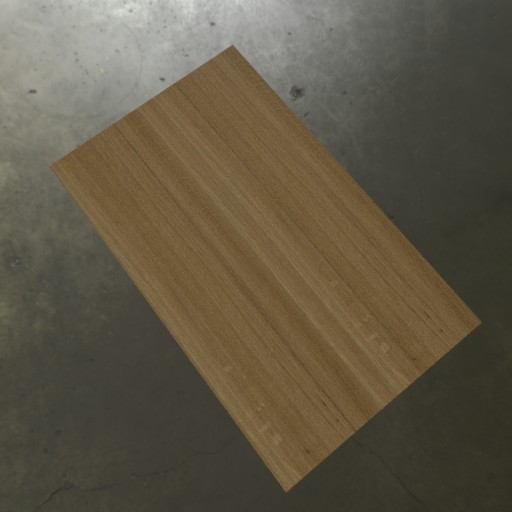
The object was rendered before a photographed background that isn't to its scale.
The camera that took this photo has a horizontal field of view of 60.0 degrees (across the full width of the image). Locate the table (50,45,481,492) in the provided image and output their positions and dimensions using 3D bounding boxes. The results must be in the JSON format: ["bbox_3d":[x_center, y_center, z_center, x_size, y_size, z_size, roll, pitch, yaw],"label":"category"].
[{"bbox_3d":[0.000,0.000,1.418,0.678,0.353,1.110,-37,79,-9],"label":"table"}]
